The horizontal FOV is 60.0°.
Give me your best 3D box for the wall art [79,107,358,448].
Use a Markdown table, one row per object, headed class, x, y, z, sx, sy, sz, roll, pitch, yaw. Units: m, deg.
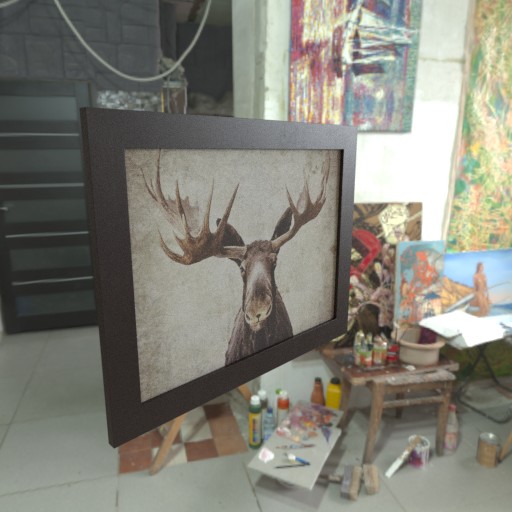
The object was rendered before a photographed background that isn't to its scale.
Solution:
| class | x | y | z | sx | sy | sz | roll | pitch | yaw |
| --- | --- | --- | --- | --- | --- | --- | --- | --- | --- |
| wall art | 0.000 | 0.000 | 1.613 | 1.207 | 0.952 | 0.034 | -13 | 18 | -43 |
